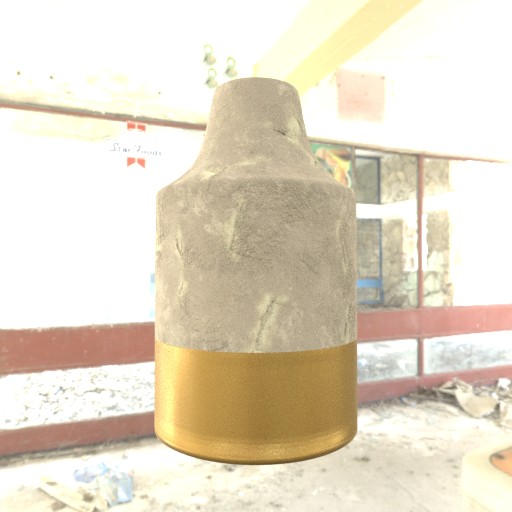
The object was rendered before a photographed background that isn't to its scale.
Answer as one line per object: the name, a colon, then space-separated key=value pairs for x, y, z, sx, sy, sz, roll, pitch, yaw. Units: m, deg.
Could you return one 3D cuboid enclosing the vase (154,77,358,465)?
vase: x=0.000 y=0.000 z=0.414 sx=0.184 sy=0.305 sz=0.184 roll=0 pitch=-1 yaw=0
